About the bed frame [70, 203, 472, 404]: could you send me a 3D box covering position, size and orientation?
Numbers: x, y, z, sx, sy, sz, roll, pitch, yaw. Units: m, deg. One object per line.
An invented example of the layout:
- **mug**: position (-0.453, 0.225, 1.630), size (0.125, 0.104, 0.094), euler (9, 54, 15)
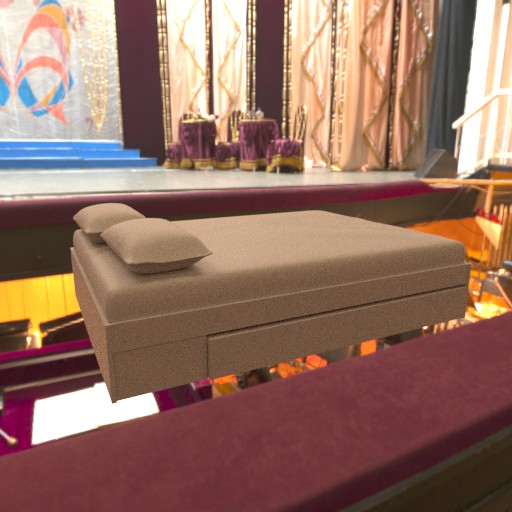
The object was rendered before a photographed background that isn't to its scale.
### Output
- **bed frame**: position (0.000, 0.000, 2.657), size (1.950, 0.629, 1.450), euler (-7, 16, -26)
